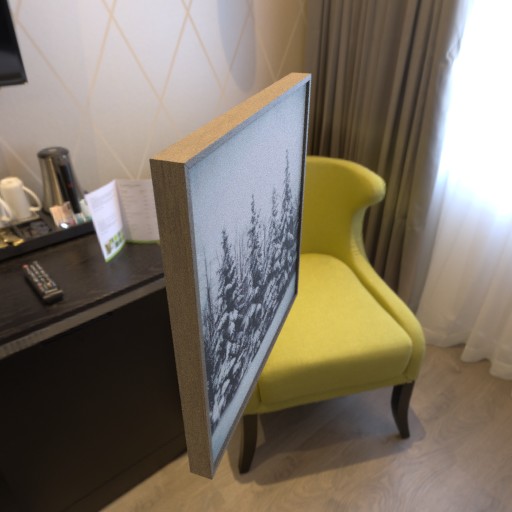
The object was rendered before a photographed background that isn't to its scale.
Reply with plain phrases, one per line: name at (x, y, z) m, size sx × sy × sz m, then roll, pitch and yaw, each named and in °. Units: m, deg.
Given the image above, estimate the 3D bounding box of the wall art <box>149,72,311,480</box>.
wall art at (0.000, 0.000, 0.757) m, size 0.037 × 0.507 × 0.507 m, roll 11°, pitch 33°, yaw 17°
